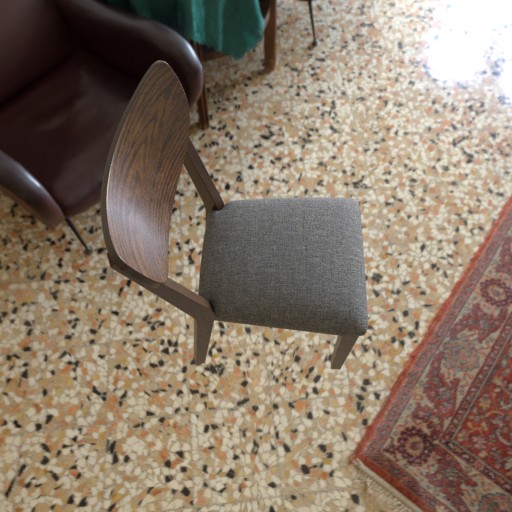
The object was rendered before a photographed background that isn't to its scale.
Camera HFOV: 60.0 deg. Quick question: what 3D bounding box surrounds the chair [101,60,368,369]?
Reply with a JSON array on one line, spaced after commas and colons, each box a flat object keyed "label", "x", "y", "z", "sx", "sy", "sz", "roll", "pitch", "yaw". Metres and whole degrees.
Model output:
[{"label": "chair", "x": 0.000, "y": 0.000, "z": 1.194, "sx": 0.583, "sy": 0.849, "sz": 0.491, "roll": 2, "pitch": 63, "yaw": 1}]
